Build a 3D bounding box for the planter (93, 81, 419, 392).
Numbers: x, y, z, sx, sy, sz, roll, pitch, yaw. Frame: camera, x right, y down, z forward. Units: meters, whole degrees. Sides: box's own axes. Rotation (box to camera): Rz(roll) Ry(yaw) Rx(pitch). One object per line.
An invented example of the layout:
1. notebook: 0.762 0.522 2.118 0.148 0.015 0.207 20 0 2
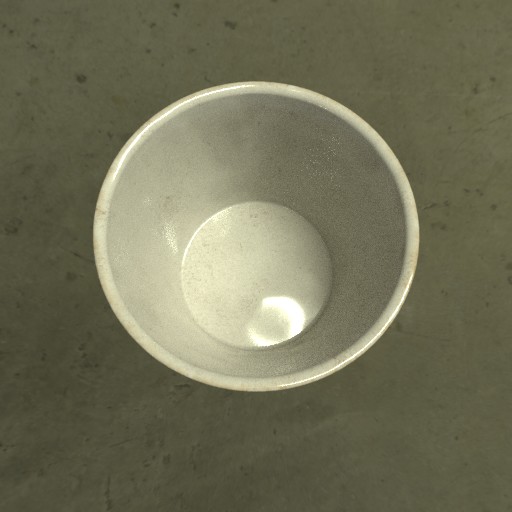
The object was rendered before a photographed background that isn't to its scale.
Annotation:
1. planter: 0.000 0.000 0.222 0.126 0.104 0.126 0 75 0
